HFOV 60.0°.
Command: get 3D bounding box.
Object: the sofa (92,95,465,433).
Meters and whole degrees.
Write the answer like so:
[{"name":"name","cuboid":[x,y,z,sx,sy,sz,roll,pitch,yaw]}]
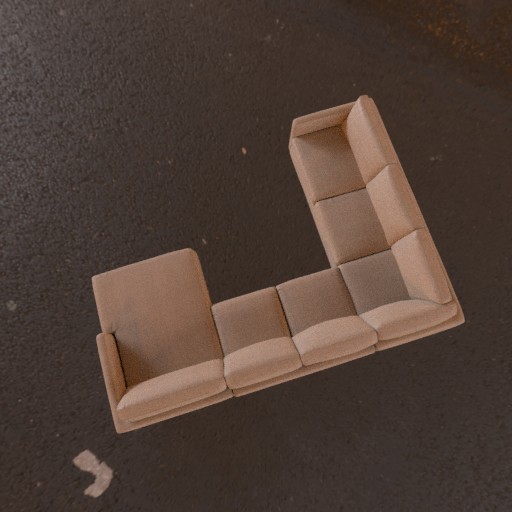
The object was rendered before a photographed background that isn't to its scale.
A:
[{"name":"sofa","cuboid":[0.000,0.000,4.658,3.460,0.961,2.594,-17,77,-4]}]
